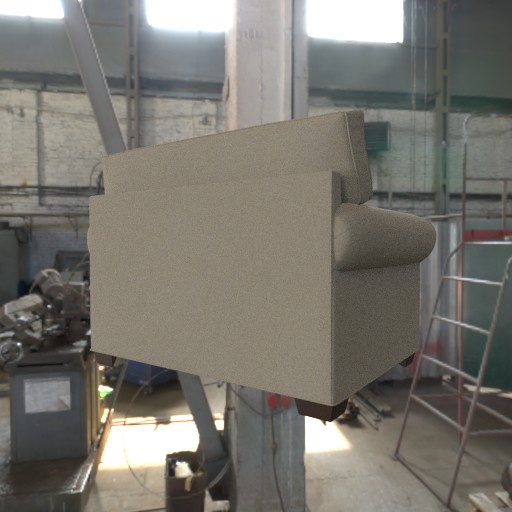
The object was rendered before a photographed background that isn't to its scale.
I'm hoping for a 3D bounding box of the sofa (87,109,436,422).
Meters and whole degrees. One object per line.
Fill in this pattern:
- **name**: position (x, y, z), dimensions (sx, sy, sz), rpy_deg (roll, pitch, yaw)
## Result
- **sofa**: position (0.000, 0.000, 2.075), dimensions (1.405, 1.006, 0.937), rpy_deg (1, 2, 35)
